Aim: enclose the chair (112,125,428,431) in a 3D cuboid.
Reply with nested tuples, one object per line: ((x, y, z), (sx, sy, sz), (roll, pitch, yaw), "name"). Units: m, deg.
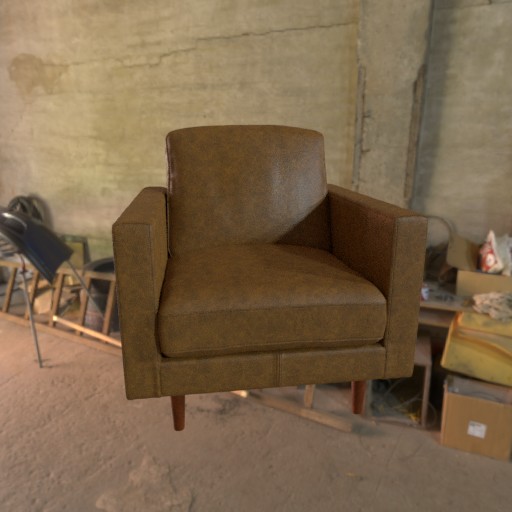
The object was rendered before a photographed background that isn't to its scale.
((0.000, 0.000, 1.659), (0.890, 0.956, 0.909), (-2, 15, -8), "chair")
